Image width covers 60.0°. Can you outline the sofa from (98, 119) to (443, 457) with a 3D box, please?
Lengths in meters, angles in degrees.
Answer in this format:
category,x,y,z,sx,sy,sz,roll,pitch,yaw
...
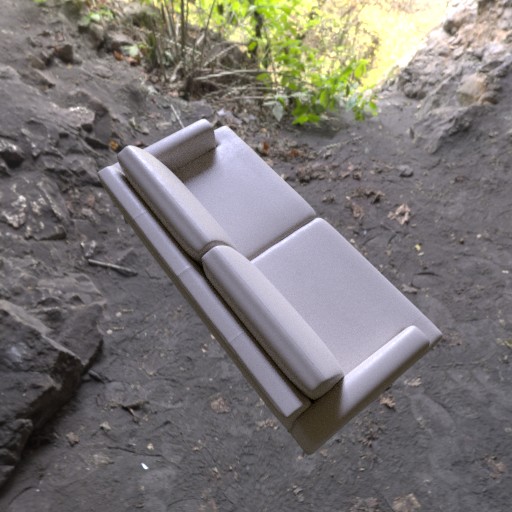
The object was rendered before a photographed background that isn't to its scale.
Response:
category,x,y,z,sx,sy,sz,roll,pitch,yaw
sofa,0.000,0.000,2.495,0.974,0.765,1.940,-34,65,-18
